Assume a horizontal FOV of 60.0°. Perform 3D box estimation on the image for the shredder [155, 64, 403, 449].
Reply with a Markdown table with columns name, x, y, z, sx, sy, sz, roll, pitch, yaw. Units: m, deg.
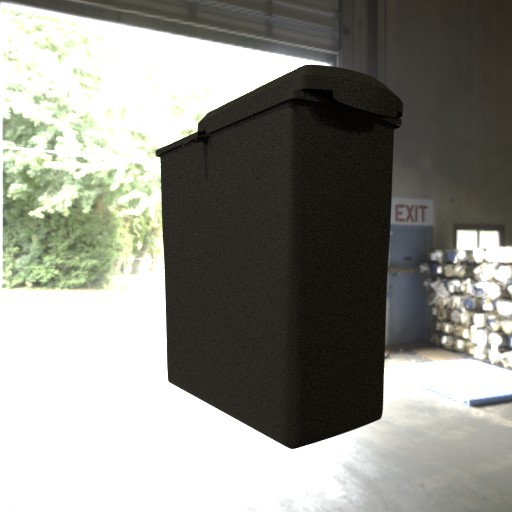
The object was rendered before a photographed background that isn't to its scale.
| name | x | y | z | sx | sy | sz | roll | pitch | yaw |
| --- | --- | --- | --- | --- | --- | --- | --- | --- | --- |
| shredder | 0.000 | 0.000 | 0.509 | 0.170 | 0.335 | 0.320 | 0 | 1 | -36 |
